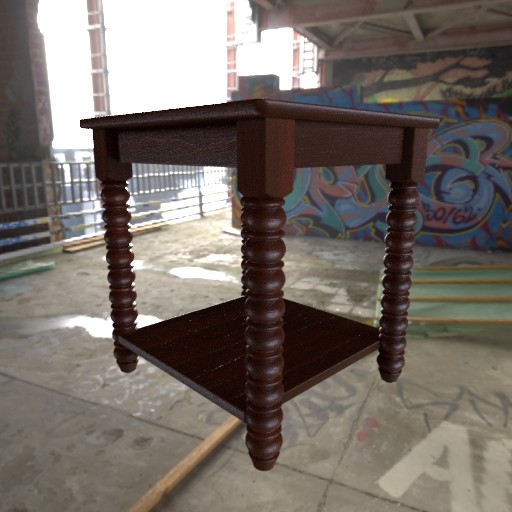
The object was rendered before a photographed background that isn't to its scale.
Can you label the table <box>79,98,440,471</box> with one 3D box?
[{"bbox_3d":[0.000,0.000,0.953,0.500,0.567,0.533,-13,19,-43],"label":"table"}]
